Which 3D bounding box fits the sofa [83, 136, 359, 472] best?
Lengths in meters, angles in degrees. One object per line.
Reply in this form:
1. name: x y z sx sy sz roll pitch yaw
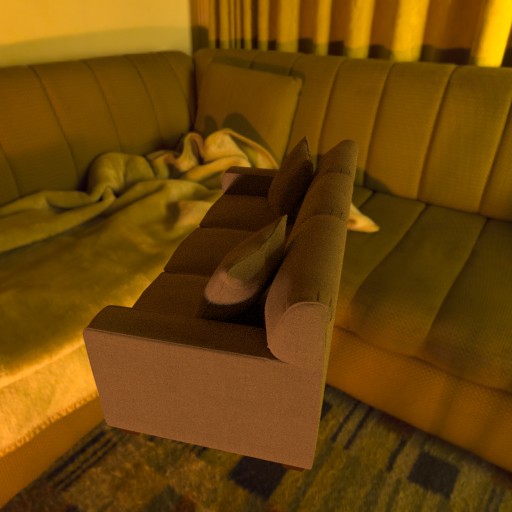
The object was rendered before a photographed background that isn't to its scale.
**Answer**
1. sofa: 0.000 0.000 2.552 0.997 0.958 2.024 7 31 12
